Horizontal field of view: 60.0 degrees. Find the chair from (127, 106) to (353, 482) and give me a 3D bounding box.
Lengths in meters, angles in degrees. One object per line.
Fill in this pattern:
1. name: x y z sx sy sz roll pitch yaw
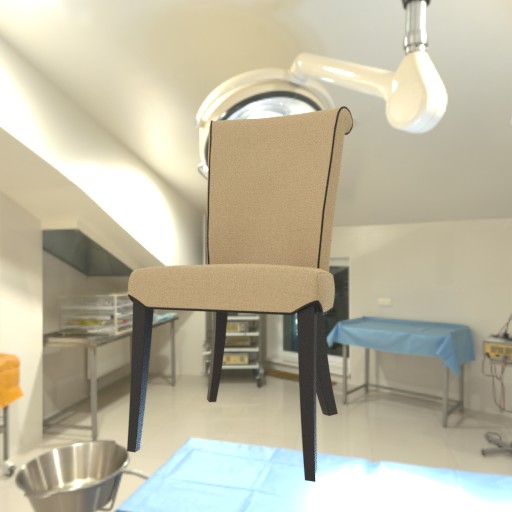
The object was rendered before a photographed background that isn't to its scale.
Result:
1. chair: 0.000 0.000 1.343 0.522 0.997 0.623 0 0 19
